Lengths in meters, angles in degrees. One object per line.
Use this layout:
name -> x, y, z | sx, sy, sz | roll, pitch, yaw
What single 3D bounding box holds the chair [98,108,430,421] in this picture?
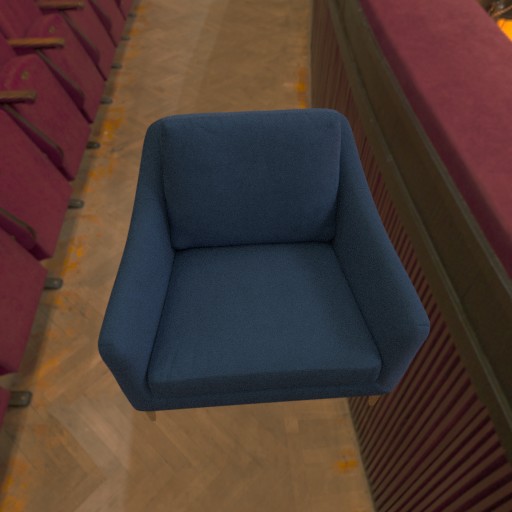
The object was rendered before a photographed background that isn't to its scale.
chair -> 0.000, 0.000, 1.703 | 0.987, 0.899, 0.961 | -3, 47, -3
